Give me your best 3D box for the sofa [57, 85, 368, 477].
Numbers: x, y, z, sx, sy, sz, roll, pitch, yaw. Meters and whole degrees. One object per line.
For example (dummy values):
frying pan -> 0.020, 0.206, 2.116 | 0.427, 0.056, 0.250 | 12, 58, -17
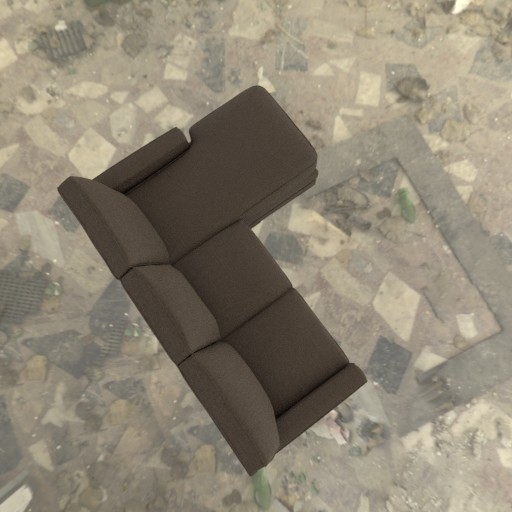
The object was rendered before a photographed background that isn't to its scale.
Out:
sofa -> 0.000, 0.000, 3.329 | 1.790, 0.973, 2.370 | -35, 79, -8
